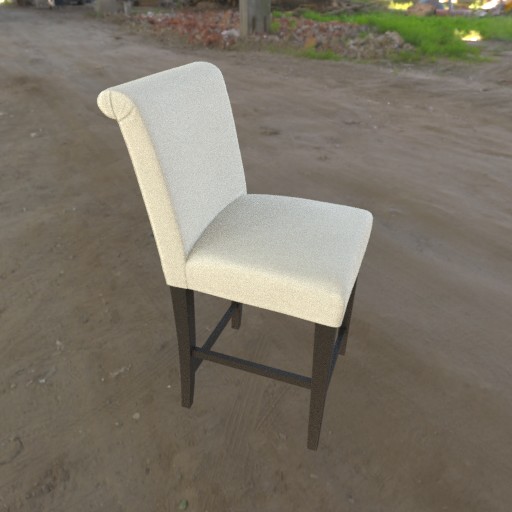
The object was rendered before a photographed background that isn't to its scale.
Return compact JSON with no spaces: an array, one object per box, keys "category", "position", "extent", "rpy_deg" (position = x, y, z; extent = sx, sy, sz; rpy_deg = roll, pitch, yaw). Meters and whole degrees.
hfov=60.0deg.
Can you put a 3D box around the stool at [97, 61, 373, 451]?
[{"category":"stool","position":[0.000,0.000,1.299],"extent":[0.597,0.976,0.452],"rpy_deg":[11,33,17]}]
